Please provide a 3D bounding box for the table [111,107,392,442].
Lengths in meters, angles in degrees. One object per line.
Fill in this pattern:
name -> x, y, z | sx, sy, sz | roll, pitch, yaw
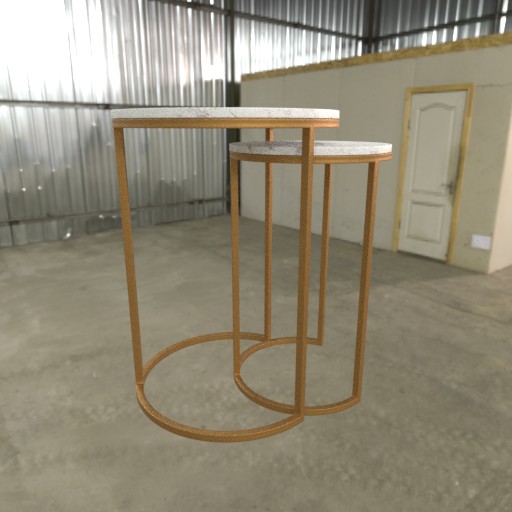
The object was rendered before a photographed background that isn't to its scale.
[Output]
table -> 0.000, 0.000, 0.887 | 0.507, 0.550, 0.400 | -3, 17, -9
